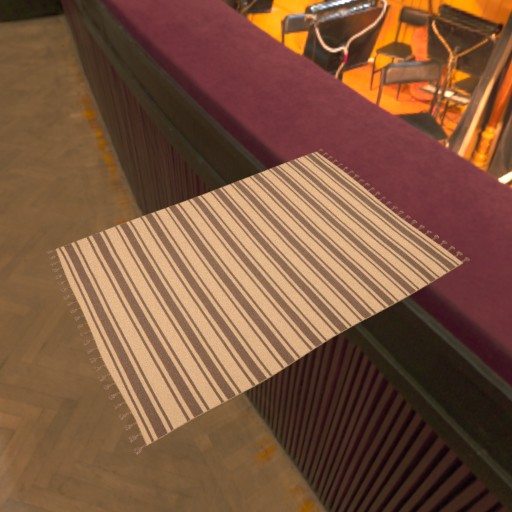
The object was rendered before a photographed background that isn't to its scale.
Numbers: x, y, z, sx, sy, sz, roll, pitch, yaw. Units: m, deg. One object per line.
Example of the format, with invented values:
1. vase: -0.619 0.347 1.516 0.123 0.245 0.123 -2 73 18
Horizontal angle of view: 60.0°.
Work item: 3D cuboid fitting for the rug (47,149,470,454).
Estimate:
1. rug: 0.000 0.000 3.790 3.040 0.017 2.030 -24 51 -22
